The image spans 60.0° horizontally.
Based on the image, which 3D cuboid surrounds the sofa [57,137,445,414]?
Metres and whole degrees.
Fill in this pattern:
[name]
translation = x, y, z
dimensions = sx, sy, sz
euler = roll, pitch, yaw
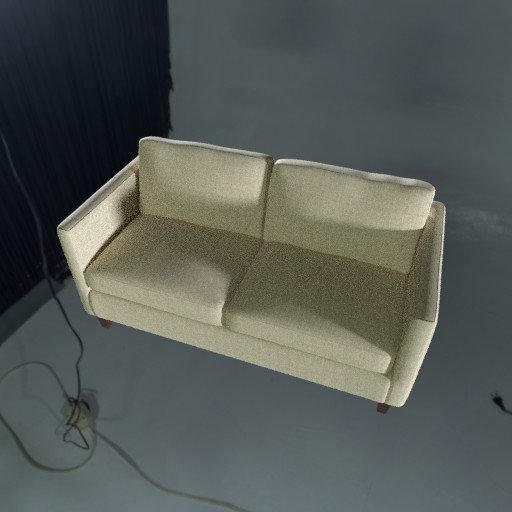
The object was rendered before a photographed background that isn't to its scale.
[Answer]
[sofa]
translation = 0.000, 0.000, 2.502
dimensions = 1.884, 0.963, 0.950
euler = 13, 43, 15
